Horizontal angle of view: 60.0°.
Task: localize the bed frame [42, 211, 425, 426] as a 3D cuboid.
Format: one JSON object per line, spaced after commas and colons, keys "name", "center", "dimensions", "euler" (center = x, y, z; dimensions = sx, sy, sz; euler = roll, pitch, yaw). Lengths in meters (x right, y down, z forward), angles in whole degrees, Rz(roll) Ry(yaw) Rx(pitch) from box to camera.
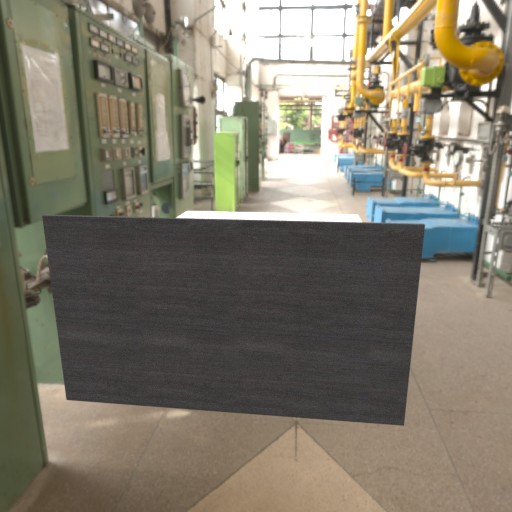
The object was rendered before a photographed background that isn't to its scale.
{"name": "bed frame", "center": [0.000, 0.000, 2.613], "dimensions": [1.400, 0.800, 1.900], "euler": [2, 16, 7]}
